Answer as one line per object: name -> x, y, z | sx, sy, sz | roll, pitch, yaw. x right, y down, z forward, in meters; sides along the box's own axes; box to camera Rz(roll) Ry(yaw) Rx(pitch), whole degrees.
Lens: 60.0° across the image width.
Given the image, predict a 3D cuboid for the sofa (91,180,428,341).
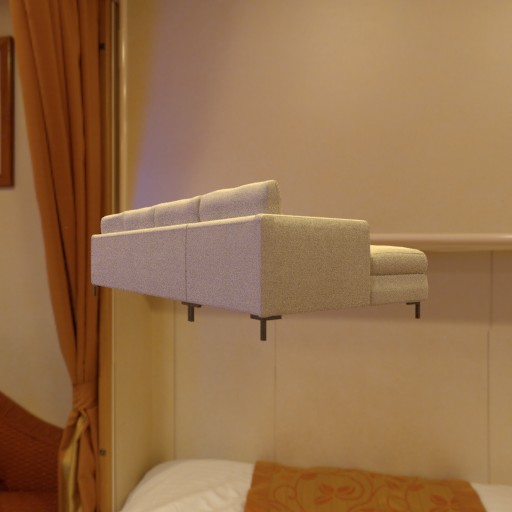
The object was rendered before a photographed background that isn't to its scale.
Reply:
sofa -> 0.000, 0.000, 3.597 | 1.879, 0.756, 2.737 | 0, 0, -36
